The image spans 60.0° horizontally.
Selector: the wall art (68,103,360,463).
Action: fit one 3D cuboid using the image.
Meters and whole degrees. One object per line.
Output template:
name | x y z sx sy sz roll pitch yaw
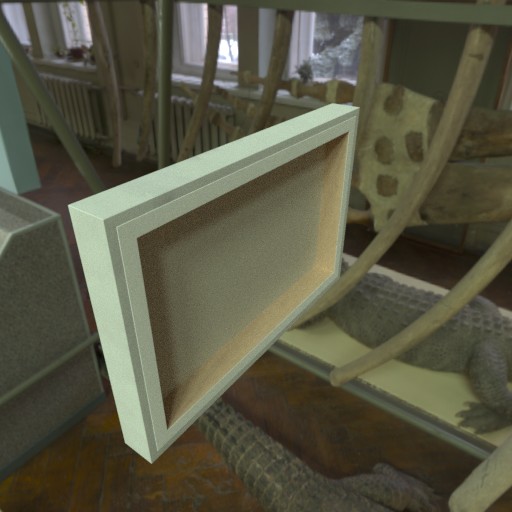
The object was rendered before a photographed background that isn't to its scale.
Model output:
wall art | 0.000 0.000 0.489 0.038 0.254 0.381 21 37 30
